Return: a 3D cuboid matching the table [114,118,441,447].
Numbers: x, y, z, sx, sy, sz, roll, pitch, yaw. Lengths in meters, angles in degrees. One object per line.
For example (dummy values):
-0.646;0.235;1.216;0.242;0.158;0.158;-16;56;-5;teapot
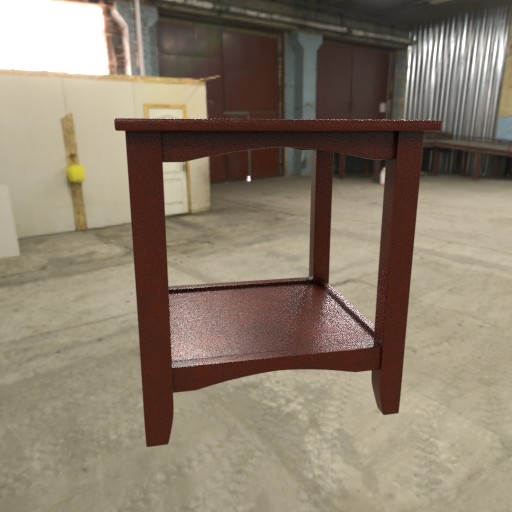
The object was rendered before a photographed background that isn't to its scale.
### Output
0.000;0.000;0.968;0.523;0.558;0.522;-3;16;-9;table
